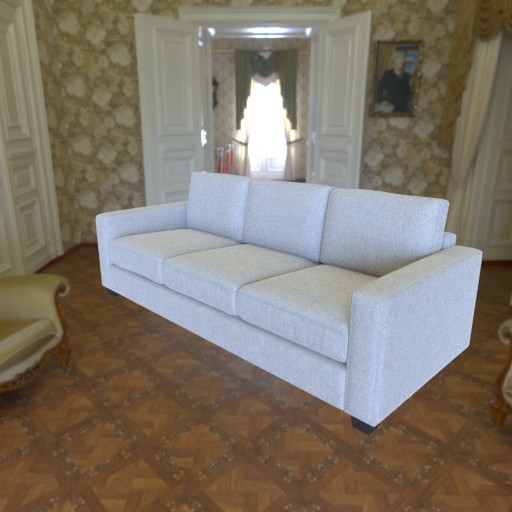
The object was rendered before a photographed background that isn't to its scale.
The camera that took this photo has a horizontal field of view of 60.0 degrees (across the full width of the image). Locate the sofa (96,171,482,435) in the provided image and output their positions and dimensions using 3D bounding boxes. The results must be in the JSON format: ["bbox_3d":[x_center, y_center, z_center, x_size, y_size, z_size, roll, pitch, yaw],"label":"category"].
[{"bbox_3d":[0.000,0.000,2.515,0.900,0.800,2.120,-15,22,-42],"label":"sofa"}]
